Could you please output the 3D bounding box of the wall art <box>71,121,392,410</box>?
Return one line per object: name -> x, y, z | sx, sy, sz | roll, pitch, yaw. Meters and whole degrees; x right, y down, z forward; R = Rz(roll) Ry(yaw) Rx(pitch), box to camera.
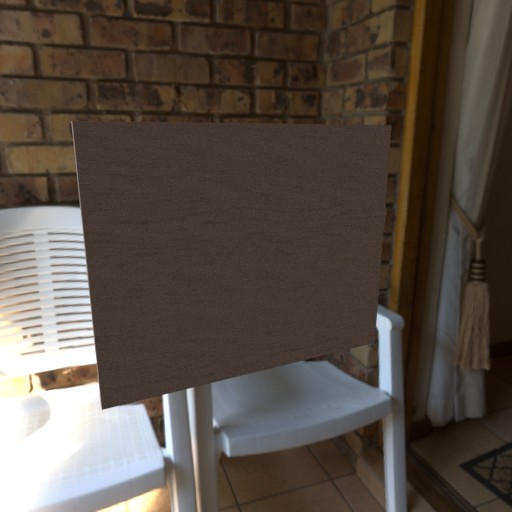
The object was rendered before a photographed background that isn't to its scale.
wall art -> 0.000, 0.000, 0.709 | 0.508, 0.406, 0.013 | -7, 17, -25
